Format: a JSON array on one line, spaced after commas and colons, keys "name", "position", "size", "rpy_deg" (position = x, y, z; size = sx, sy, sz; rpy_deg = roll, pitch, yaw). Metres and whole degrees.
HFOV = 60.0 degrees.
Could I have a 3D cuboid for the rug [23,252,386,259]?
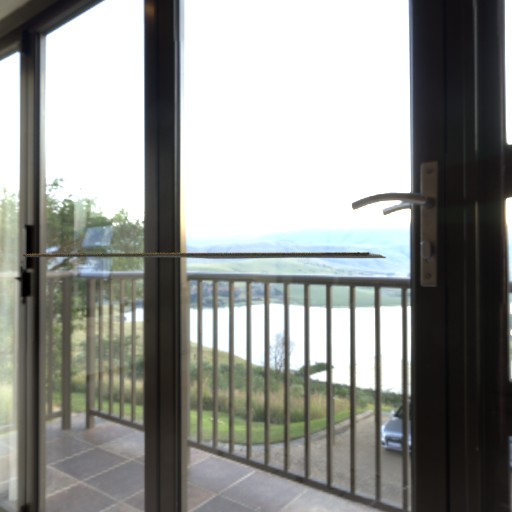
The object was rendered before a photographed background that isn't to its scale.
[{"name": "rug", "position": [0.000, 0.000, 2.962], "size": [1.613, 0.030, 2.306], "rpy_deg": [0, -1, 18]}]
